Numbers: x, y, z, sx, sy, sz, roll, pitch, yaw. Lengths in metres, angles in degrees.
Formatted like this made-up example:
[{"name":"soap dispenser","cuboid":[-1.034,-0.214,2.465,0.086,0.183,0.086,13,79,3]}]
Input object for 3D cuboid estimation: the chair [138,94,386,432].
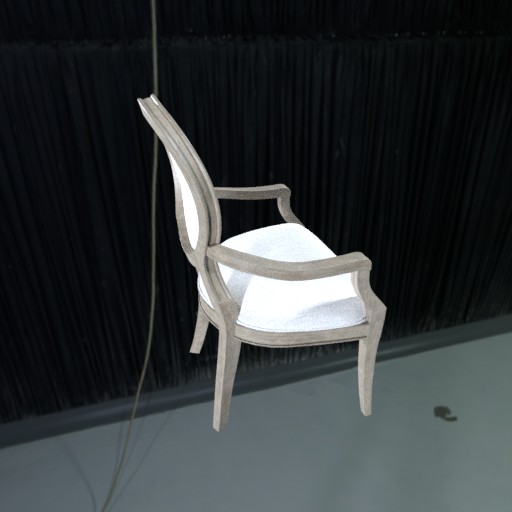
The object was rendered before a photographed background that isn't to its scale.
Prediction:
[{"name":"chair","cuboid":[0.000,0.000,1.394,0.602,0.991,0.611,-9,30,-16]}]
